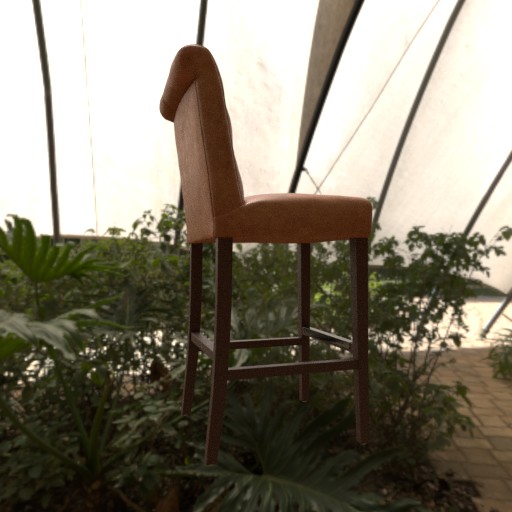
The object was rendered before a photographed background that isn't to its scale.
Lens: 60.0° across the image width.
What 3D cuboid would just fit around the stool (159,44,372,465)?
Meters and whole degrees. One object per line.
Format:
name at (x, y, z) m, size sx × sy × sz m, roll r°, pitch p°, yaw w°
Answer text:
stool at (0.000, 0.000, 1.471) m, size 0.601 × 1.140 × 0.493 m, roll 0°, pitch -1°, yaw -18°
